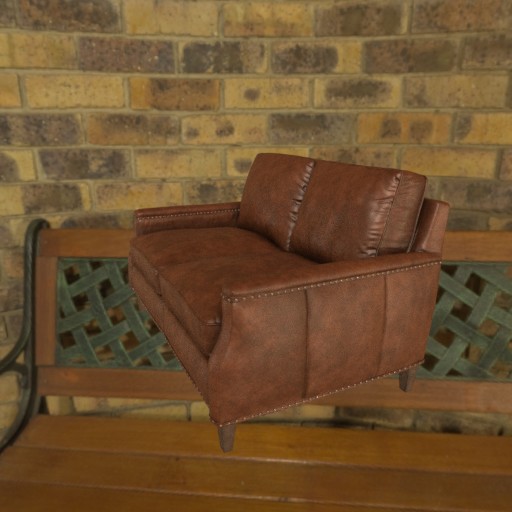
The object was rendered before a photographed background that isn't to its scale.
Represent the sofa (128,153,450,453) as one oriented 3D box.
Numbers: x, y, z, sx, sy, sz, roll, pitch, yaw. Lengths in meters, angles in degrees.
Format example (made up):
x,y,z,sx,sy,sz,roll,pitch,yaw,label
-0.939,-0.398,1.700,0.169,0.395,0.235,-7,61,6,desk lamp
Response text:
x,y,z,sx,sy,sz,roll,pitch,yaw,label
0.000,0.000,2.344,1.083,1.003,1.628,-8,18,-25,sofa
